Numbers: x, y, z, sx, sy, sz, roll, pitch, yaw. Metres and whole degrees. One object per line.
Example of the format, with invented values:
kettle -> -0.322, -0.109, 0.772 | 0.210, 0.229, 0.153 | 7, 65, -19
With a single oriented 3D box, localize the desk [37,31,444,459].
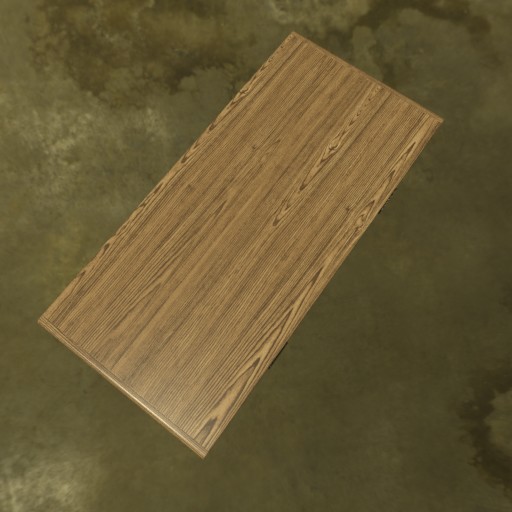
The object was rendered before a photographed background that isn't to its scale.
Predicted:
desk -> 0.000, 0.000, 1.491 | 0.508, 0.755, 1.067 | 35, 76, 10
